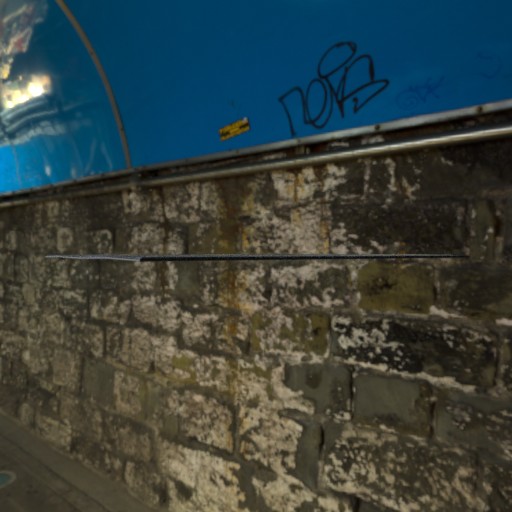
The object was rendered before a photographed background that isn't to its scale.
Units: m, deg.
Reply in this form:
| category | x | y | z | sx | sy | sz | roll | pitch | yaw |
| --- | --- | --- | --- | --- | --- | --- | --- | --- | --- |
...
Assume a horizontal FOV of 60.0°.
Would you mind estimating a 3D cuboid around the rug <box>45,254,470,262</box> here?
| category | x | y | z | sx | sy | sz | roll | pitch | yaw |
| --- | --- | --- | --- | --- | --- | --- | --- | --- | --- |
| rug | 0.000 | 0.000 | 4.704 | 3.612 | 0.035 | 2.716 | 0 | 1 | -36 |
